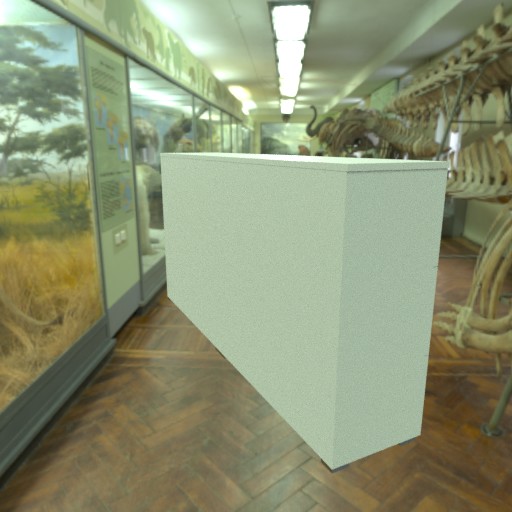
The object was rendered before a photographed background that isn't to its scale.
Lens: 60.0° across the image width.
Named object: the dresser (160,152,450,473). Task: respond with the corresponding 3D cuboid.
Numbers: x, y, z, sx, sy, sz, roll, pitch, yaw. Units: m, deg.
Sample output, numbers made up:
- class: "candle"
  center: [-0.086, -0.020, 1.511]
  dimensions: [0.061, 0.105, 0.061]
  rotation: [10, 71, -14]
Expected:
- class: "dresser"
  center: [0.000, 0.000, 1.791]
  dimensions: [0.333, 0.790, 1.535]
  rotation: [-7, 16, -26]
